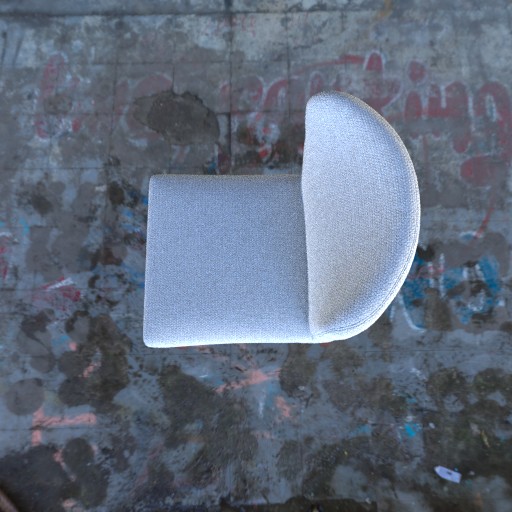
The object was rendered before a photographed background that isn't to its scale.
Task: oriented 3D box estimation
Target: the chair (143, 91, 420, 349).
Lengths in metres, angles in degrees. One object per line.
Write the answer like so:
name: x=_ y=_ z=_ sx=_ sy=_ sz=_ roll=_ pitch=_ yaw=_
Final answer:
chair: x=0.000 y=0.000 z=1.187 sx=0.589 sy=0.839 sz=0.491 roll=-1 pitch=75 yaw=0
